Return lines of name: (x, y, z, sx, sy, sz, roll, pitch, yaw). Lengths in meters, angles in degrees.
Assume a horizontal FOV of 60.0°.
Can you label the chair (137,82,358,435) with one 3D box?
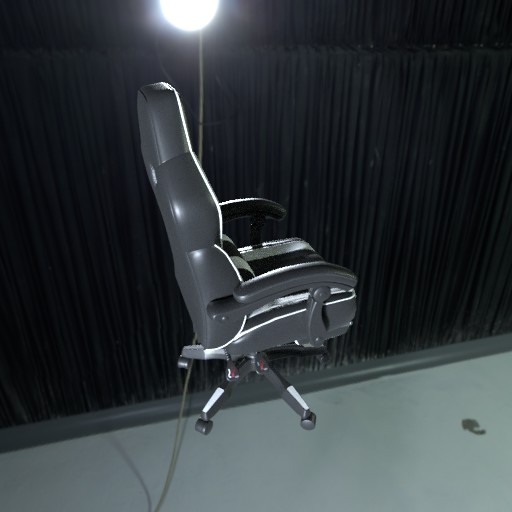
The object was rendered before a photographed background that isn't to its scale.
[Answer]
chair: (0.000, 0.000, 1.622, 0.700, 1.200, 0.676, -10, 30, -17)
